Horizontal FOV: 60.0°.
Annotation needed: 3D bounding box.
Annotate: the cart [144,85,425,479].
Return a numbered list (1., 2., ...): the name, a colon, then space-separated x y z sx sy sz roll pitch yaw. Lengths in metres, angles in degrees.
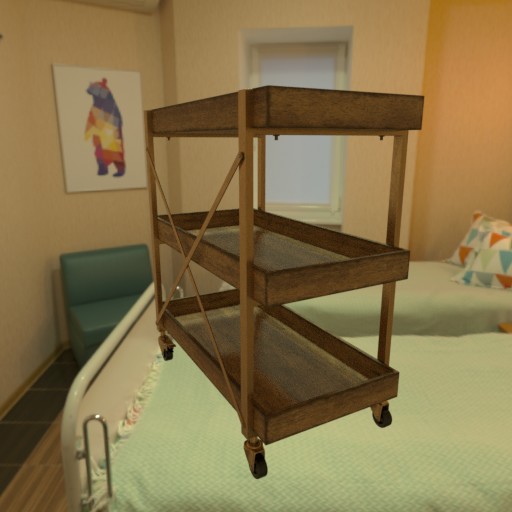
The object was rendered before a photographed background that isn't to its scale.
1. cart: 0.000 0.000 1.234 0.416 0.799 0.750 -8 17 -28
